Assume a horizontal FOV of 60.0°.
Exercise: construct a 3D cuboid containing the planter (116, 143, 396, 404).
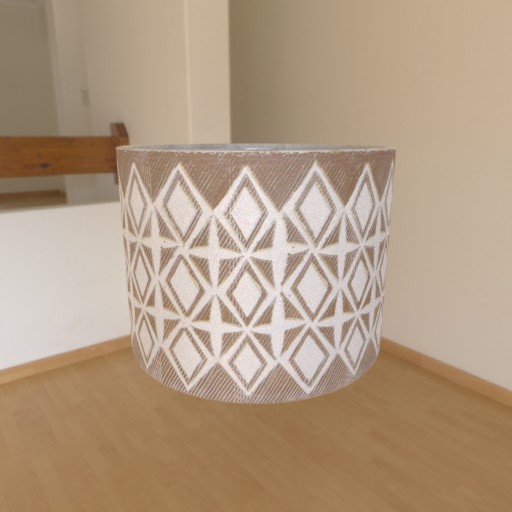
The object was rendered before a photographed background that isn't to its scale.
[{"bbox_3d":[0.000,0.000,0.340,0.193,0.165,0.193,0,15,0],"label":"planter"}]
